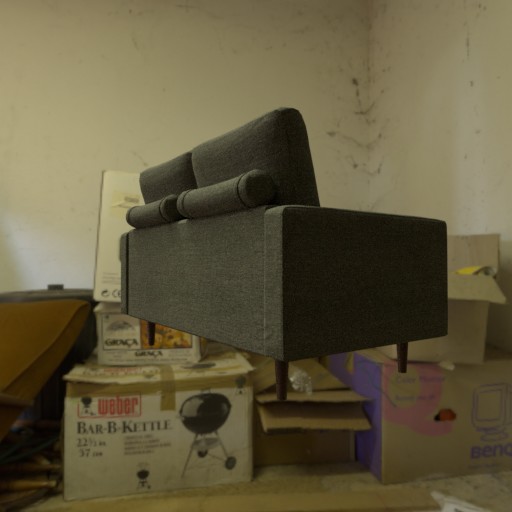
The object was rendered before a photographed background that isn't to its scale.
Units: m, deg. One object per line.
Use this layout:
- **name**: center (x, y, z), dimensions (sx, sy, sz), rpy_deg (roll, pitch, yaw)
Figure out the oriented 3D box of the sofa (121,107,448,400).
- **sofa**: center (0.000, 0.000, 1.996), dimensions (0.842, 0.907, 1.407), rpy_deg (1, -1, -35)
